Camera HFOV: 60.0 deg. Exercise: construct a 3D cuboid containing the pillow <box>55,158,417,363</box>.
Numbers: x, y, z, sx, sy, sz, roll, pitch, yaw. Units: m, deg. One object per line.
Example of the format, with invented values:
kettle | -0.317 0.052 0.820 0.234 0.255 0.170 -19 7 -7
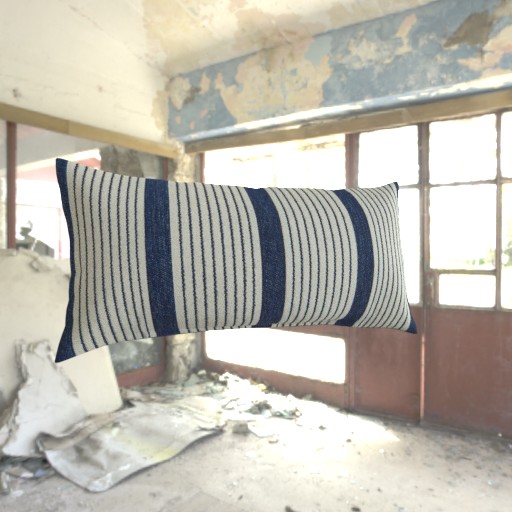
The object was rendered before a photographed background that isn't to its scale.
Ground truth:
pillow | 0.000 0.000 0.731 0.608 0.292 0.156 0 1 -19
